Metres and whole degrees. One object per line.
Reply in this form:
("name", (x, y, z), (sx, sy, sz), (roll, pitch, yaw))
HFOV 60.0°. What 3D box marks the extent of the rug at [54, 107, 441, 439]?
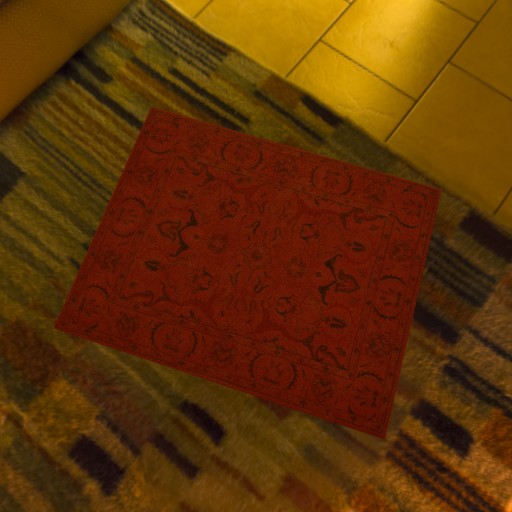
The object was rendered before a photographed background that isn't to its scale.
("rug", (0.000, 0.000, 3.993), (2.929, 0.012, 2.300), (17, 75, 5))
